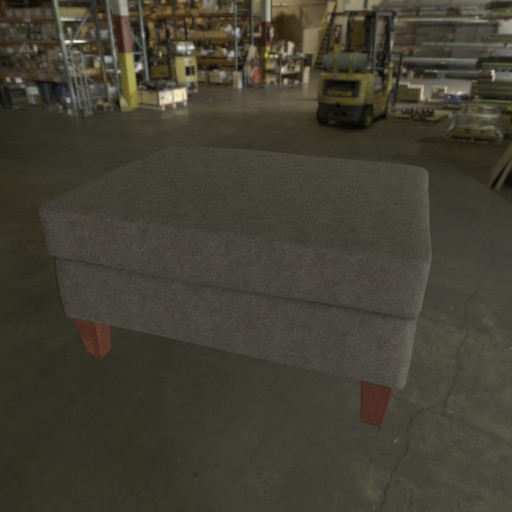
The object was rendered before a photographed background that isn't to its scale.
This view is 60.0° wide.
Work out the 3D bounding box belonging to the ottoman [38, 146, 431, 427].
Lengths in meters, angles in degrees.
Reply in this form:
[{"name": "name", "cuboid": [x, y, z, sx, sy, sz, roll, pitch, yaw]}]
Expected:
[{"name": "ottoman", "cuboid": [0.000, 0.000, 1.217, 0.839, 0.464, 0.639, 9, 28, 16]}]
